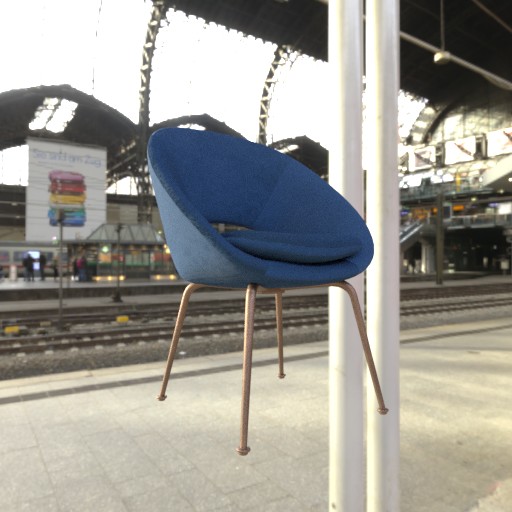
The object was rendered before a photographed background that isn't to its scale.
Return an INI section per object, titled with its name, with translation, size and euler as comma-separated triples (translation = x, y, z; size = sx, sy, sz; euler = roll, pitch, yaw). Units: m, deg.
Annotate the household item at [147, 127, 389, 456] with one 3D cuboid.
[household item]
translation = 0.000, 0.000, 1.291
size = 0.623, 0.852, 0.573
euler = 1, -1, -34
